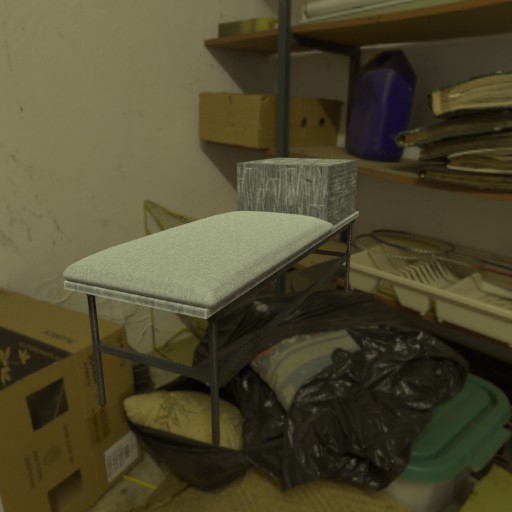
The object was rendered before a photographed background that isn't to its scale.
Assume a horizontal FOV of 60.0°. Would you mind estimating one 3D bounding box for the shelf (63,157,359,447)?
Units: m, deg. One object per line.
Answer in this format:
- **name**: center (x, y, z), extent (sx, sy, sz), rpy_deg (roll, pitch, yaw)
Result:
- **shelf**: center (0.000, 0.000, 1.636), extent (0.457, 0.633, 1.342), rpy_deg (8, 17, 25)
